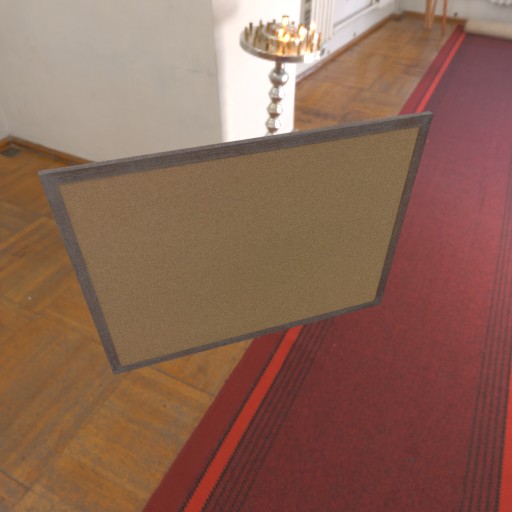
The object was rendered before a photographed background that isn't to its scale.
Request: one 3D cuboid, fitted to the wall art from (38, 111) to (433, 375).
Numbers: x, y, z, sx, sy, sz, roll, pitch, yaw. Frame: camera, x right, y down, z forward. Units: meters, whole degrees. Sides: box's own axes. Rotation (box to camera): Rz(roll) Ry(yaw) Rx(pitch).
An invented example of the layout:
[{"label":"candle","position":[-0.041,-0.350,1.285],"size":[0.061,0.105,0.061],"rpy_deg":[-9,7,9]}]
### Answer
[{"label":"wall art","position":[0.000,0.000,1.355],"size":[1.012,0.774,0.019],"rpy_deg":[-12,43,-13]}]
